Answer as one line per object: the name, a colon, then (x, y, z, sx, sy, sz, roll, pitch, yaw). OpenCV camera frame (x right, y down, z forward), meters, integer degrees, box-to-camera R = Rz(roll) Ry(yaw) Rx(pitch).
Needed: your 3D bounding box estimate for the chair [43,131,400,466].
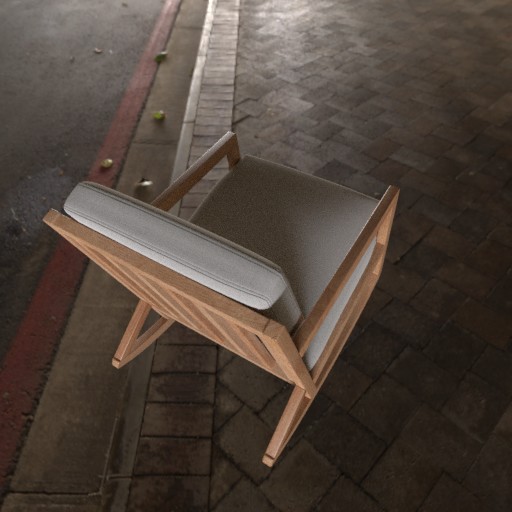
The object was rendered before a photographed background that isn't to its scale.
chair: (0.000, 0.000, 1.387, 0.622, 0.790, 0.857, 24, 50, 22)
